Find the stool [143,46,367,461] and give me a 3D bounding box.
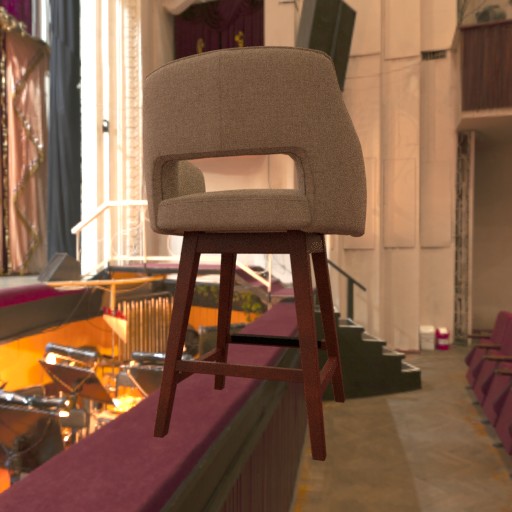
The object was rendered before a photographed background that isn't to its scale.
[{"bbox_3d":[0.000,0.000,1.262,0.599,0.944,0.558,0,1,18],"label":"stool"}]
